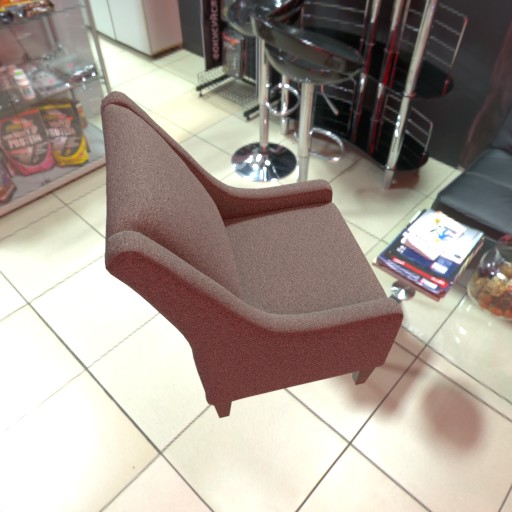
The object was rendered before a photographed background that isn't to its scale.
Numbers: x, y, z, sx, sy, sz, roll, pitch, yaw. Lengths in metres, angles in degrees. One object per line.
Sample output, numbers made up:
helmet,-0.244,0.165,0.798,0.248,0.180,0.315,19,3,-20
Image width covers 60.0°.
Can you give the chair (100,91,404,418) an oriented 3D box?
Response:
chair,0.000,0.000,1.626,0.870,1.016,0.774,-10,49,-9
